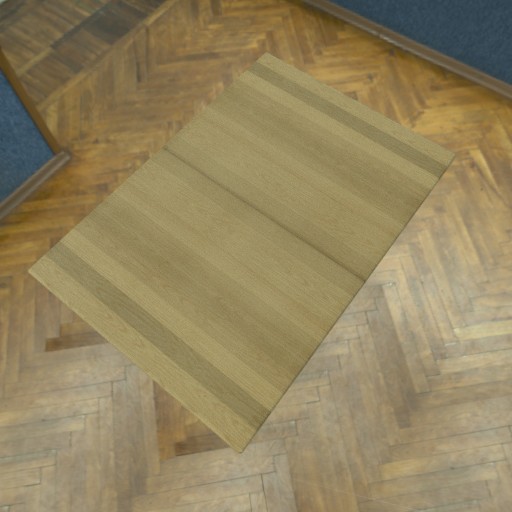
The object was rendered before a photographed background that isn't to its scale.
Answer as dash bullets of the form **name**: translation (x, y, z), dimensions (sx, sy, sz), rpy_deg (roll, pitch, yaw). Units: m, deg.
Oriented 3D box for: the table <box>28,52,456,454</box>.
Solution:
- **table**: translation (0.000, 0.000, 1.901), dimensions (0.900, 0.770, 1.300), rpy_deg (35, 69, 15)
